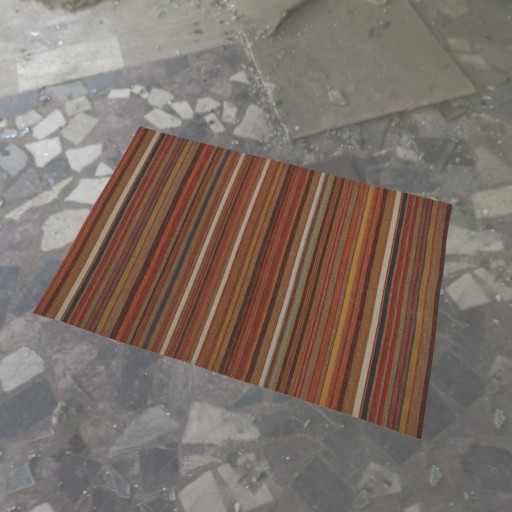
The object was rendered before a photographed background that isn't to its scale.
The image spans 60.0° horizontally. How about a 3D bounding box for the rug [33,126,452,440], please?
[{"bbox_3d":[0.000,0.000,2.226,1.828,0.007,1.217,16,64,8],"label":"rug"}]
